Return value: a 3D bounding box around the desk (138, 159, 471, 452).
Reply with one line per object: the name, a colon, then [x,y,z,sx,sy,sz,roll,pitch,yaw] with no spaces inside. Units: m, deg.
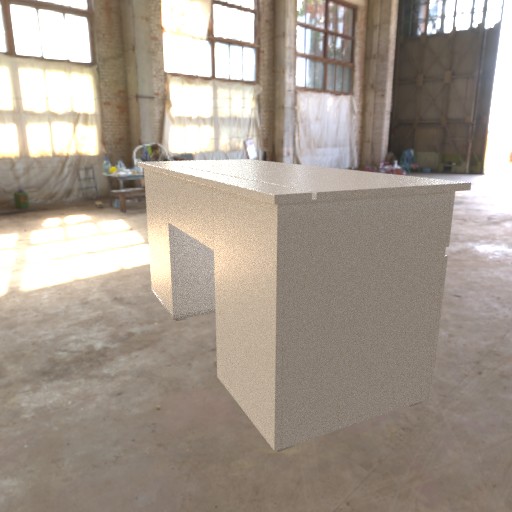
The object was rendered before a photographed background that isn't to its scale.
desk: [0.000,0.000,1.973,0.670,0.760,1.580,-7,17,-25]
